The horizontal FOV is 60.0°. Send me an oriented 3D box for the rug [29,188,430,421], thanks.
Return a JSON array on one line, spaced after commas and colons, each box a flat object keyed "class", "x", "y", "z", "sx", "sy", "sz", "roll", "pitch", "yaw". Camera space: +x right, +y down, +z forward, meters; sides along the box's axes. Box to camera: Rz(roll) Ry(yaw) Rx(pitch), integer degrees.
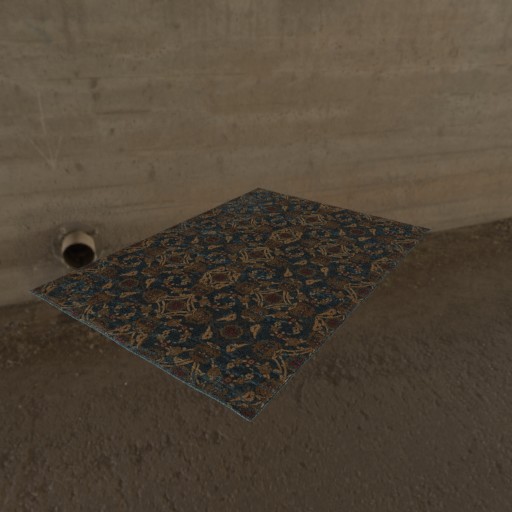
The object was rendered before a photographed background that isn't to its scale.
[{"class": "rug", "x": 0.000, "y": 0.000, "z": 4.298, "sx": 2.337, "sy": 0.013, "sz": 3.291, "roll": 19, "pitch": 33, "yaw": 32}]
